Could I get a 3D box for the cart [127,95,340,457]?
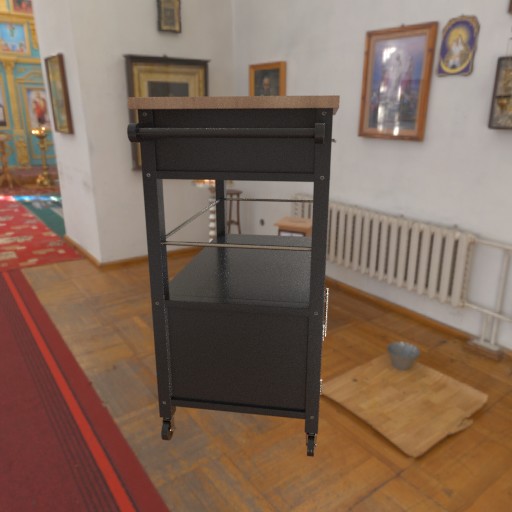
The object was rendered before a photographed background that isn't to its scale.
[{"bbox_3d":[0.000,0.000,1.384,0.459,0.901,0.840,3,17,9],"label":"cart"}]
